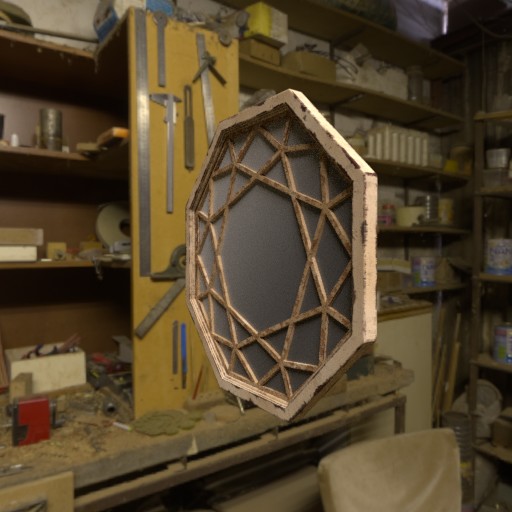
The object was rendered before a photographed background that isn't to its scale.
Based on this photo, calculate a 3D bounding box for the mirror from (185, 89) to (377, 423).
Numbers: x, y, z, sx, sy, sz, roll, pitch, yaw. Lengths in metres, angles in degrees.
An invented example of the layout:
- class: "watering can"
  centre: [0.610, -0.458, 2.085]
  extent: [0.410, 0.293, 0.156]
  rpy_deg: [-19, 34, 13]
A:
- class: "mirror"
  centre: [0.000, 0.000, 0.976]
  extent: [0.031, 0.648, 0.648]
  rpy_deg: [-1, 1, -35]
